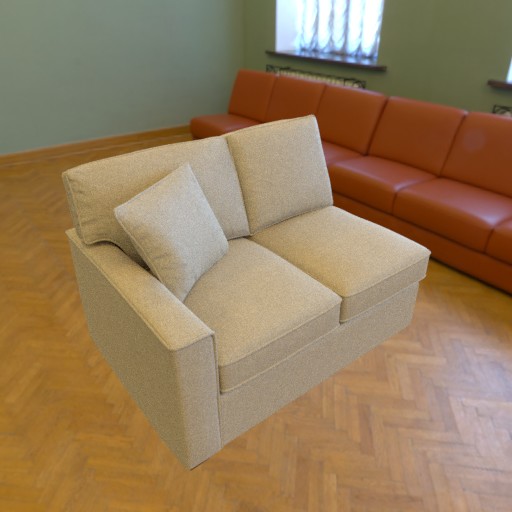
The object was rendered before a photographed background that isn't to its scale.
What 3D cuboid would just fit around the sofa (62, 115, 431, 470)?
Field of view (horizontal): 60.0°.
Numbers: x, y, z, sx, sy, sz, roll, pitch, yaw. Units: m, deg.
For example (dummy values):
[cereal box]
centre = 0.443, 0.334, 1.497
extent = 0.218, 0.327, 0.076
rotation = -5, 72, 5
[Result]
[sofa]
centre = 0.000, 0.000, 2.046
extent = 1.388, 0.989, 0.991
rotation = -22, 36, -33
